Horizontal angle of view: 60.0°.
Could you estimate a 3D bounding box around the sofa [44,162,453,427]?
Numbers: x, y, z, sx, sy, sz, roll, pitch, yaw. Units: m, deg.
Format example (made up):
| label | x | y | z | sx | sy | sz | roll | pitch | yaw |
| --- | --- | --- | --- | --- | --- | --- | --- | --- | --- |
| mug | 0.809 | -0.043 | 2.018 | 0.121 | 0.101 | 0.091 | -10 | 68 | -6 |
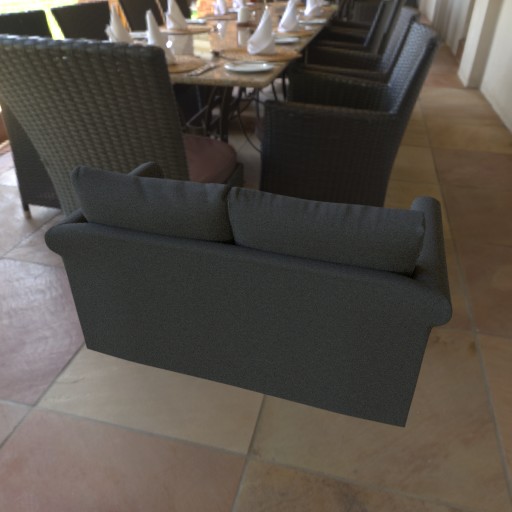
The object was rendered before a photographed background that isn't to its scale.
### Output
| label | x | y | z | sx | sy | sz | roll | pitch | yaw |
| --- | --- | --- | --- | --- | --- | --- | --- | --- | --- |
| sofa | 0.000 | 0.000 | 1.890 | 1.460 | 0.872 | 0.741 | 10 | 34 | 14 |
